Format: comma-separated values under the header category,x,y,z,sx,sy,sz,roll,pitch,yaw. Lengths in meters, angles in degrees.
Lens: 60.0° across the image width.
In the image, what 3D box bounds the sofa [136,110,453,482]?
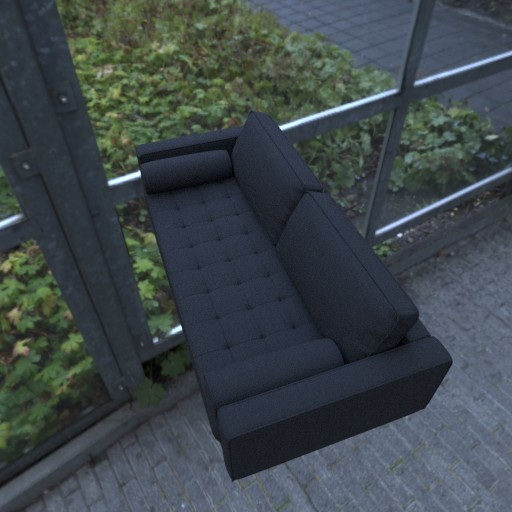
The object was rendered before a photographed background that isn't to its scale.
category,x,y,z,sx,sy,sz,roll,pitch,yaw
sofa,0.000,0.000,2.281,0.914,0.759,1.875,-14,48,-14
